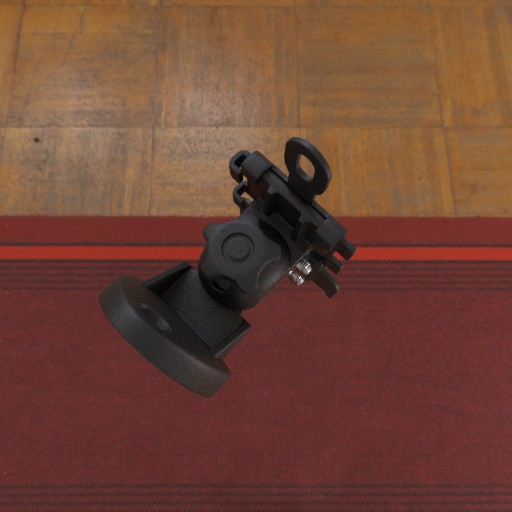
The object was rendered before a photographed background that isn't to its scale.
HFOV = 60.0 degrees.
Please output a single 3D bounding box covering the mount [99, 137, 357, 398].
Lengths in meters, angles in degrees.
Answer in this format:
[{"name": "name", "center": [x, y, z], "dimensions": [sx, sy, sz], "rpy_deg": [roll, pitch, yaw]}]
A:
[{"name": "mount", "center": [0.000, 0.000, 0.177], "dimensions": [0.066, 0.118, 0.100], "rpy_deg": [44, 79, 10]}]
